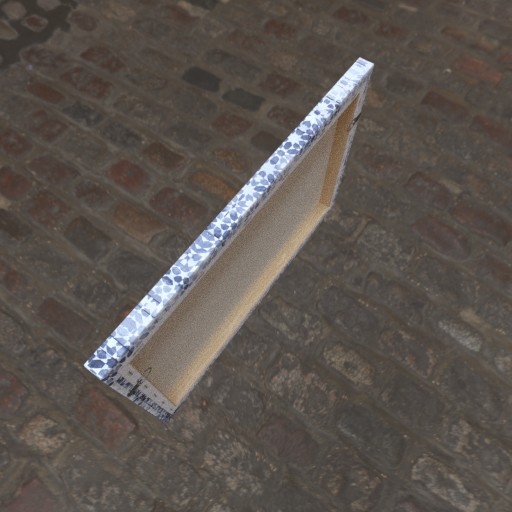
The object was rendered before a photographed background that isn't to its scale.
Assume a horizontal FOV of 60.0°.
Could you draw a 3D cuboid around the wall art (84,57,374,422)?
[{"bbox_3d":[0.000,0.000,0.775,0.030,0.406,0.608,33,68,15],"label":"wall art"}]
